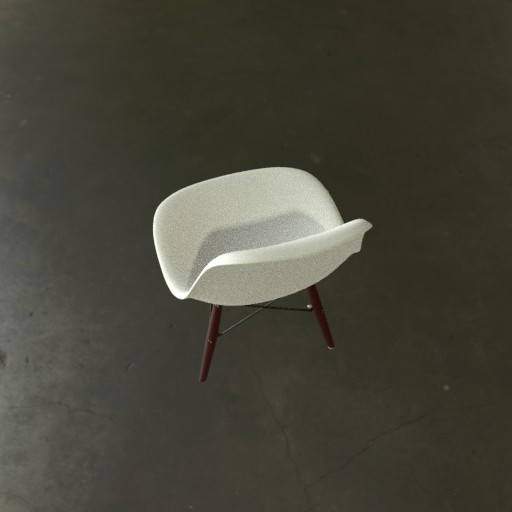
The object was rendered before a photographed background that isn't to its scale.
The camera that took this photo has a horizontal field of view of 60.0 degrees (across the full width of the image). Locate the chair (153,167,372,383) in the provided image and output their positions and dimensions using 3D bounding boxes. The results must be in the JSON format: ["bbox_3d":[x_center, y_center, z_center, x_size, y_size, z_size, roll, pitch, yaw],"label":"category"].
[{"bbox_3d":[0.000,0.000,1.120,0.470,0.826,0.533,-15,59,-9],"label":"chair"}]
